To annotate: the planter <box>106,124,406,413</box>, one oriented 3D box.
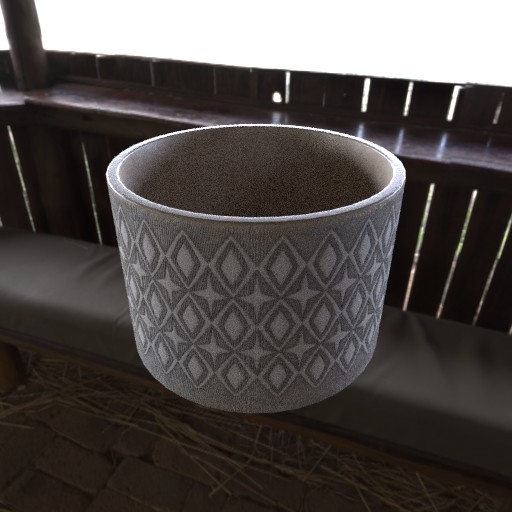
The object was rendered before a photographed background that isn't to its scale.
[{"bbox_3d":[0.000,0.000,0.284,0.164,0.127,0.164,0,30,0],"label":"planter"}]
